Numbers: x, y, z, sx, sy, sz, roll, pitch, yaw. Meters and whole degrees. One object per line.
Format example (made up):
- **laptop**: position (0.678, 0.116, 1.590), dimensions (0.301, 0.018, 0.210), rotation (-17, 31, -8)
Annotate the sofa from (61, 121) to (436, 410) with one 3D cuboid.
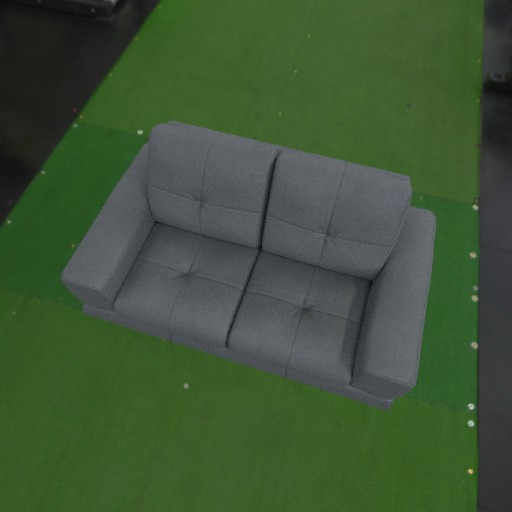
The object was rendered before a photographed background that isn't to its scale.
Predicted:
- **sofa**: position (0.000, 0.000, 2.388), dimensions (1.806, 0.907, 1.018), rotation (16, 60, 9)
